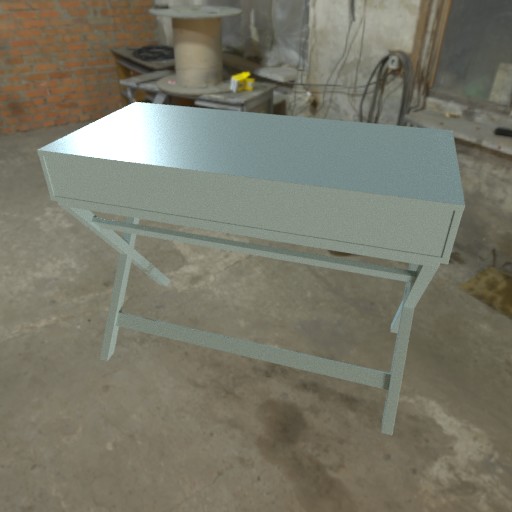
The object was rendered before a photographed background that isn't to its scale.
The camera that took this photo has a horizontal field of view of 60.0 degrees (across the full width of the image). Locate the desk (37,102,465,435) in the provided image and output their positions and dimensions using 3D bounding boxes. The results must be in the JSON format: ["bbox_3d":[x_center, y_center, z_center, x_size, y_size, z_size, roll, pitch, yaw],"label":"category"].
[{"bbox_3d":[0.000,0.000,1.455,1.059,0.780,0.509,10,35,15],"label":"desk"}]
